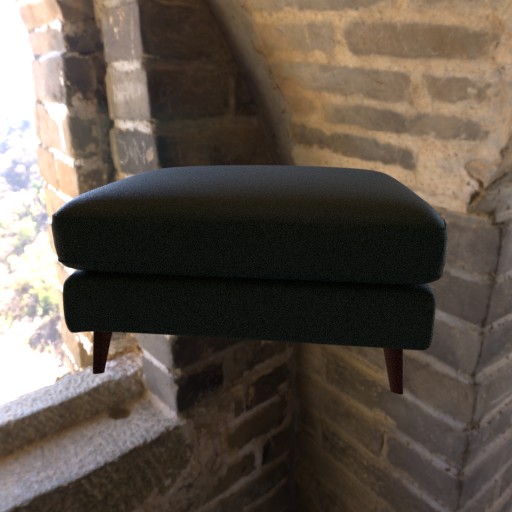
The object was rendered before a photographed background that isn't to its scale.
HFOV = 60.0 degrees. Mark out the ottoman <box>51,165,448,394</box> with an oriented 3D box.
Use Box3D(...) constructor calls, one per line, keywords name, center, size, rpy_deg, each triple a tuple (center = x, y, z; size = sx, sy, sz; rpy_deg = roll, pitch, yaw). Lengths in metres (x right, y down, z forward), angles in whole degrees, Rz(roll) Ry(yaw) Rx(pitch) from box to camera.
Box3D(name="ottoman", center=(0.000, 0.000, 1.169), size=(0.811, 0.449, 0.608), rpy_deg=(2, 18, 6))
